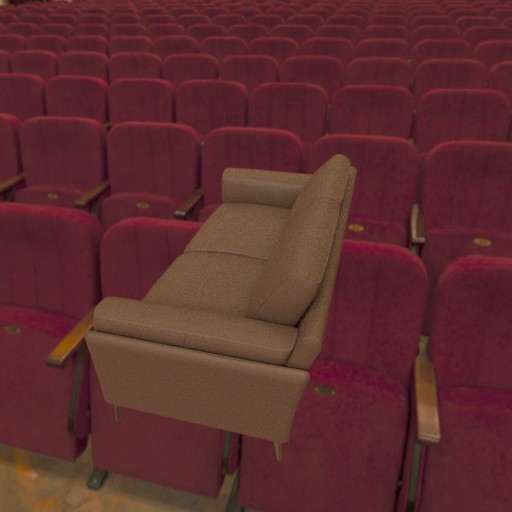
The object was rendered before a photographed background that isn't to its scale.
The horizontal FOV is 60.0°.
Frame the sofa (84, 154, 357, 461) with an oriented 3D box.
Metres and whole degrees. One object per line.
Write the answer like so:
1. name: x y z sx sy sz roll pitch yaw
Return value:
1. sofa: 0.000 0.000 2.756 1.049 0.930 2.101 8 32 13
